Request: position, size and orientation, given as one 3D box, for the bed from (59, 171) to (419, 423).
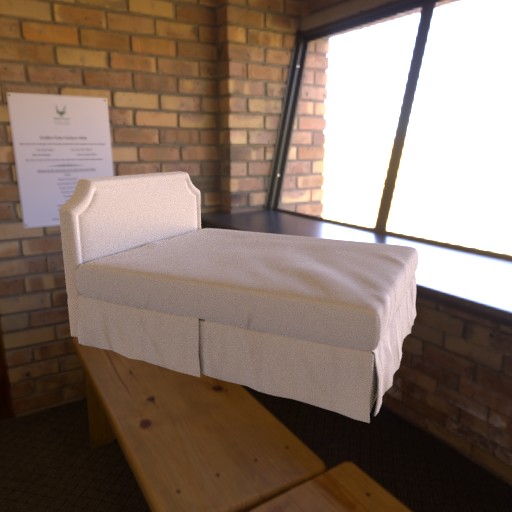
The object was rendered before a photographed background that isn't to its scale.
[{"bbox_3d":[0.000,0.000,3.732,2.498,1.293,1.977,7,15,25],"label":"bed"}]
